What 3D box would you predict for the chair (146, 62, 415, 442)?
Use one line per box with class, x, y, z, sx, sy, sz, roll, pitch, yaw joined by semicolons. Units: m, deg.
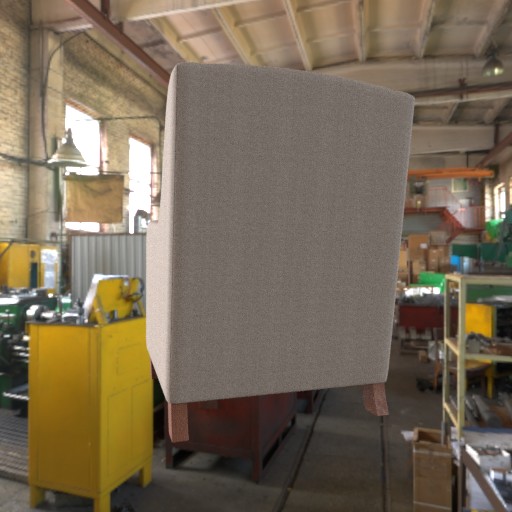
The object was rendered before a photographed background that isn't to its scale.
chair;0.000;0.000;1.608;0.715;1.017;0.890;0;-1;-18
